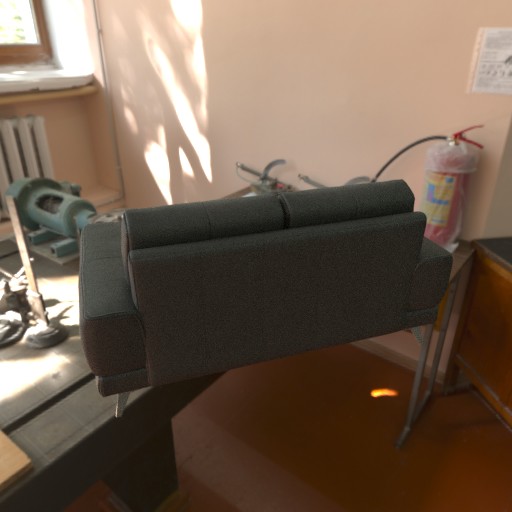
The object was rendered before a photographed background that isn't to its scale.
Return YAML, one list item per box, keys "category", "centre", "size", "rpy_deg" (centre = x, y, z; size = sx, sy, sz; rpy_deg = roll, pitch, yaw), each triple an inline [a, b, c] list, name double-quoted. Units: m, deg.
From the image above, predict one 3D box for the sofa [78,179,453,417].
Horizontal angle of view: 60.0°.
- category: "sofa"
  centre: [0.000, 0.000, 2.406]
  size: [1.806, 0.907, 1.018]
  rpy_deg: [-9, 28, -17]
